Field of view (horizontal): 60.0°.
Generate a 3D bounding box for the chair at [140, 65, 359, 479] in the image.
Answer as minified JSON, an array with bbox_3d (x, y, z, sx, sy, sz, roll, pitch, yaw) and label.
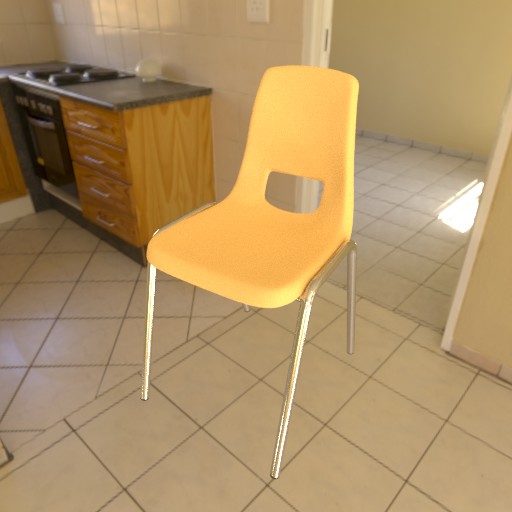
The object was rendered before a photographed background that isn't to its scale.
[{"bbox_3d":[0.000,0.000,0.943,0.381,0.704,0.436,18,35,28],"label":"chair"}]
